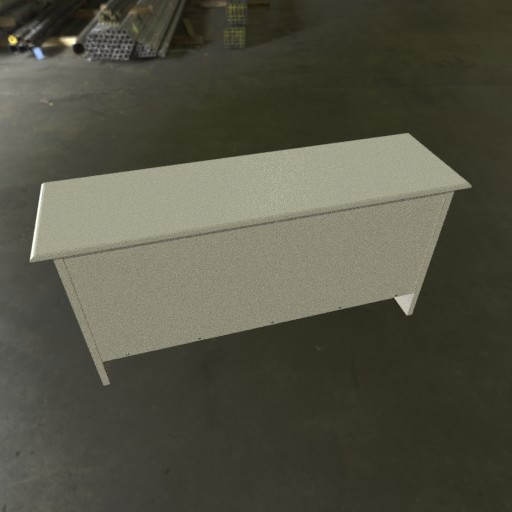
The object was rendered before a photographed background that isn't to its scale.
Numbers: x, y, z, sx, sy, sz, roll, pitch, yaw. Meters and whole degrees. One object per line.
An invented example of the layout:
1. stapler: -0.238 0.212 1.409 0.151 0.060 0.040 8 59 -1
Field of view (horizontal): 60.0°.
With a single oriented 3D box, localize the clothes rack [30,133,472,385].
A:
1. clothes rack: 0.000 0.000 1.366 1.120 0.531 0.324 -11 42 -12
